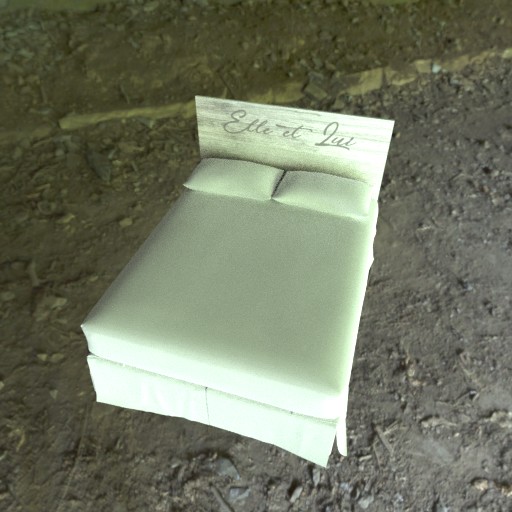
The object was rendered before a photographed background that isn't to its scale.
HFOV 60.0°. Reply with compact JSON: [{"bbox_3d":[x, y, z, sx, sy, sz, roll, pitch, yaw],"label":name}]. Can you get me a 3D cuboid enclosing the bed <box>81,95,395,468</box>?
[{"bbox_3d":[0.000,0.000,3.166,1.745,1.335,2.094,12,43,13],"label":"bed"}]
